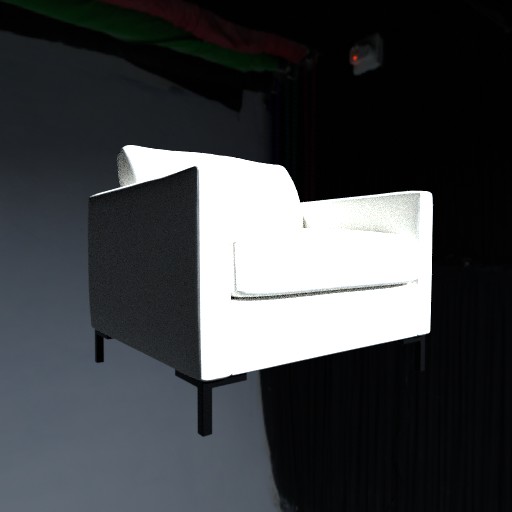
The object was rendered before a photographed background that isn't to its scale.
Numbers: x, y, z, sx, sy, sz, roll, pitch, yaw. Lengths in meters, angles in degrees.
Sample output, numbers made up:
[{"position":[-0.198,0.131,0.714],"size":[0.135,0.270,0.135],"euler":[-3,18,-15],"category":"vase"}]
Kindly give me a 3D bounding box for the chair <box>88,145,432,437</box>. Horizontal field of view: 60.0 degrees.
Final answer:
[{"position":[0.000,0.000,1.599],"size":[0.964,0.806,0.875],"euler":[-1,2,-37],"category":"chair"}]
